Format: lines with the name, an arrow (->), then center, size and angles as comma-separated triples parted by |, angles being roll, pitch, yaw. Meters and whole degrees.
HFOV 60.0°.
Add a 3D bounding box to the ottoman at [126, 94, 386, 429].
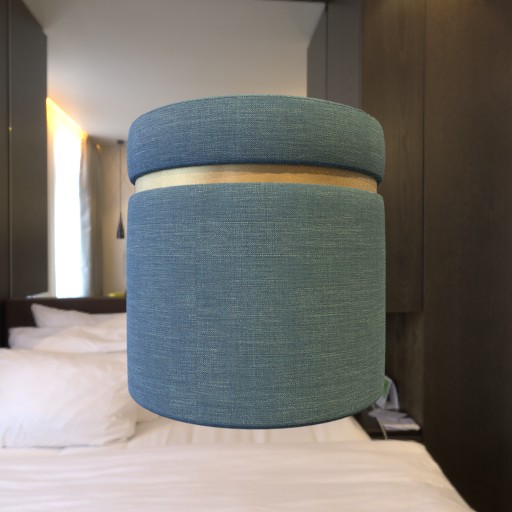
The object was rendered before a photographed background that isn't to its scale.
ottoman -> 0.000, 0.000, 0.709 | 0.398, 0.406, 0.398 | 0, 1, 0
